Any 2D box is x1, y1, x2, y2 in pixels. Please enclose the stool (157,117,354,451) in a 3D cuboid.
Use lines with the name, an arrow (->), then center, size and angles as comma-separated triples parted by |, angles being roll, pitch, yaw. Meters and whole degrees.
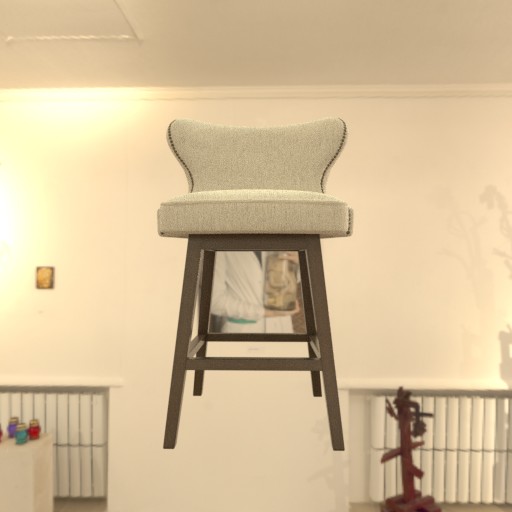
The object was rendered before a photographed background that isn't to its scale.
stool -> 0.000, 0.000, 1.372 | 0.615, 0.972, 0.597 | 0, 0, 1
